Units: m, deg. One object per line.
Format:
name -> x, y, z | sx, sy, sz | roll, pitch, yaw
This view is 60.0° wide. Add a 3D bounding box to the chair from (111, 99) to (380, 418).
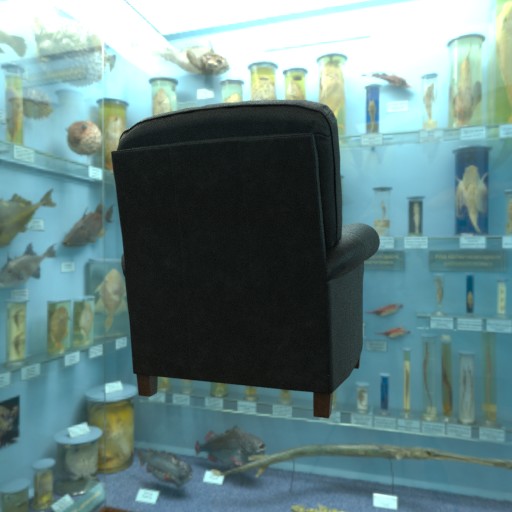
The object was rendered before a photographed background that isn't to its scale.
chair -> 0.000, 0.000, 1.793 | 0.936, 1.018, 0.986 | 0, 0, 19
